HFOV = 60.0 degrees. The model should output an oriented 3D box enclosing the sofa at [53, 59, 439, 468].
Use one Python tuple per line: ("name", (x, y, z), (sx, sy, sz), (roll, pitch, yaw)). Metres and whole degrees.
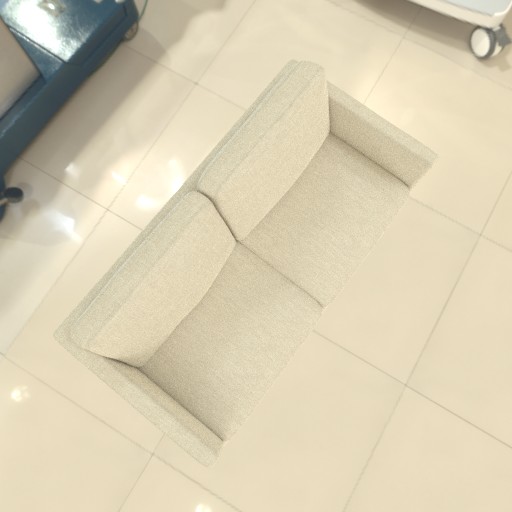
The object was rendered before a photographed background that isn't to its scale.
("sofa", (0.000, 0.000, 2.360), (0.950, 0.963, 1.838), (37, 79, 8))
